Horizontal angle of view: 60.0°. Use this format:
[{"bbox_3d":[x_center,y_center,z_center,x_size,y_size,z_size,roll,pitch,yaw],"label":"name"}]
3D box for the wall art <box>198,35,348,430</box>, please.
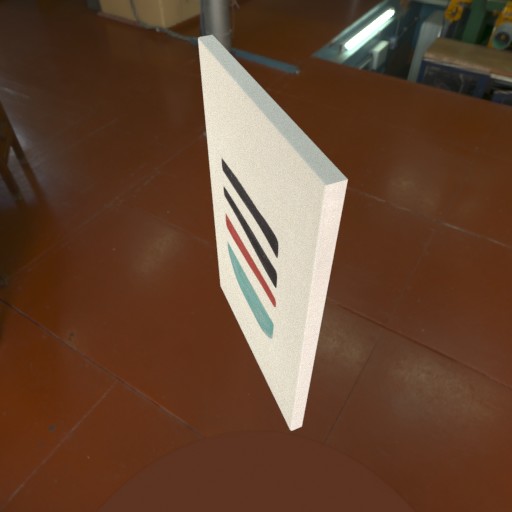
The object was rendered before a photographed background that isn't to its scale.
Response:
[{"bbox_3d":[0.000,0.000,1.181,0.038,0.912,0.607,-17,49,-16],"label":"wall art"}]
